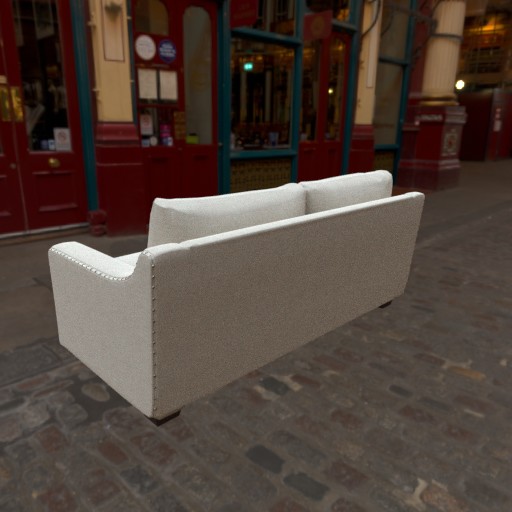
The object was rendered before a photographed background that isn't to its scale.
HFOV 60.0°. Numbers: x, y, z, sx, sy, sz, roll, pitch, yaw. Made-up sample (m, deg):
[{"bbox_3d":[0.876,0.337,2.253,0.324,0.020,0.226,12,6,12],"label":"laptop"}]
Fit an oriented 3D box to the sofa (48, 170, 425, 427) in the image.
[{"bbox_3d":[0.000,0.000,2.740,2.107,0.983,1.104,-15,22,-42],"label":"sofa"}]
